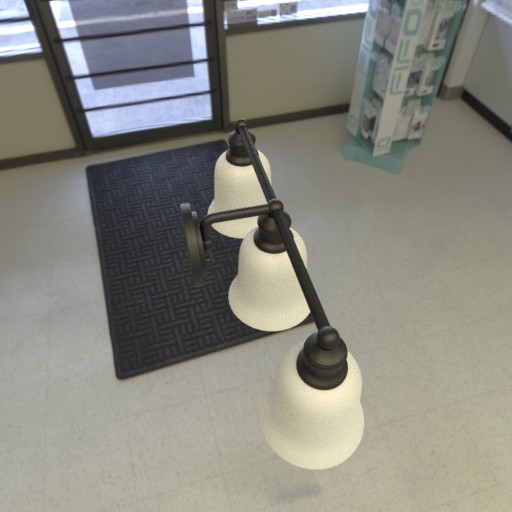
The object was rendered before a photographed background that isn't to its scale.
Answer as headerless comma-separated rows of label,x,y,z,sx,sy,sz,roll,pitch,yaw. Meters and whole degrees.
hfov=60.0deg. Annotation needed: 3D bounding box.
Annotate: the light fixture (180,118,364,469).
light fixture,0.000,0.000,0.670,0.198,0.211,0.570,-10,49,-9
